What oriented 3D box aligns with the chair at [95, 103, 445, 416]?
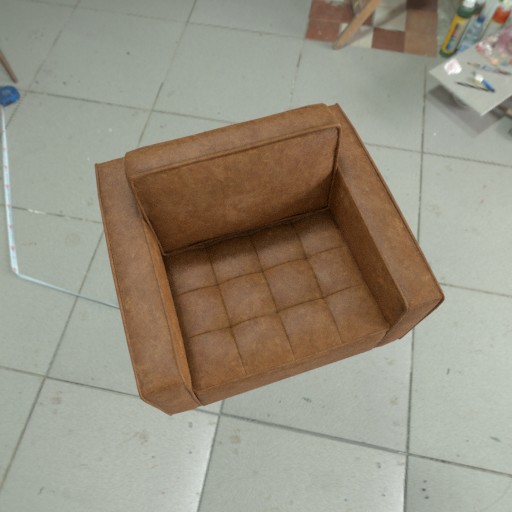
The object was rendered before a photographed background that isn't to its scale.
[{"bbox_3d":[0.000,0.000,1.532,0.928,0.767,0.798,-16,65,-8],"label":"chair"}]
